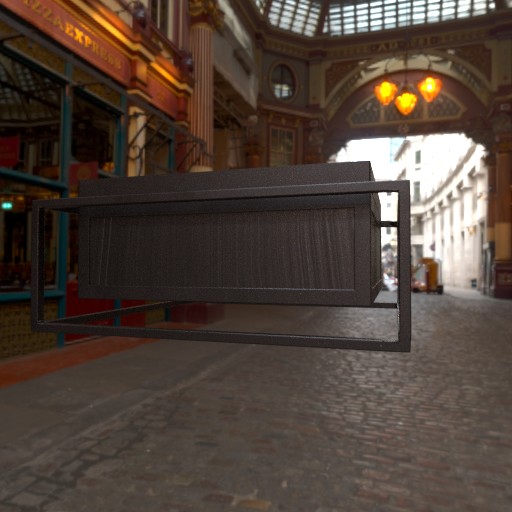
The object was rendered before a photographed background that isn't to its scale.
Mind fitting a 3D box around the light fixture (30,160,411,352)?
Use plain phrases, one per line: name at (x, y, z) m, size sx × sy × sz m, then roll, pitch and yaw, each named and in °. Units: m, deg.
light fixture at (0.000, 0.000, 0.689) m, size 0.441 × 0.191 × 0.441 m, roll 0°, pitch -1°, yaw 17°
